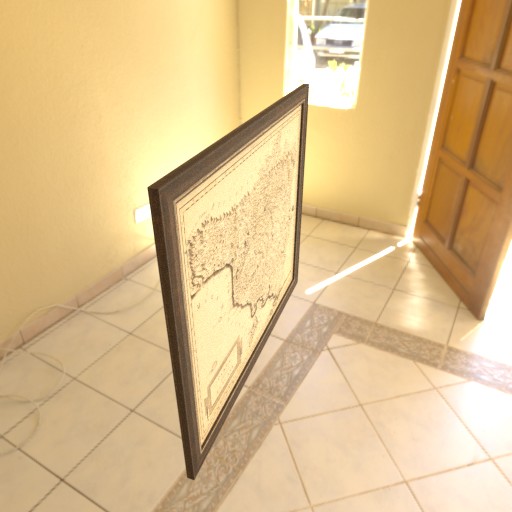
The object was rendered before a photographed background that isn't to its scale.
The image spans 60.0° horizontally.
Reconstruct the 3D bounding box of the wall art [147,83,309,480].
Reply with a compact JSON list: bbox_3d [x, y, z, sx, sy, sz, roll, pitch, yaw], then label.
[{"bbox_3d":[0.000,0.000,1.426,0.023,0.875,1.033,11,33,18],"label":"wall art"}]
